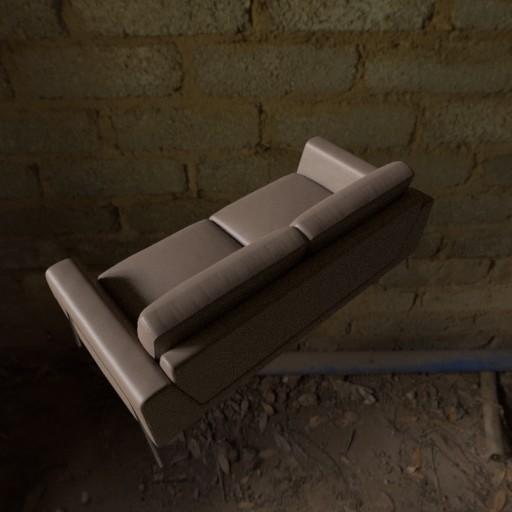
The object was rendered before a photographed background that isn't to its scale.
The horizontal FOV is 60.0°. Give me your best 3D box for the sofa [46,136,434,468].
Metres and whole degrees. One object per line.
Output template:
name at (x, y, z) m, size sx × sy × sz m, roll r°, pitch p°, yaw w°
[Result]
sofa at (0.000, 0.000, 2.541) m, size 2.017 × 0.875 × 0.953 m, roll -31°, pitch 53°, yaw -27°
